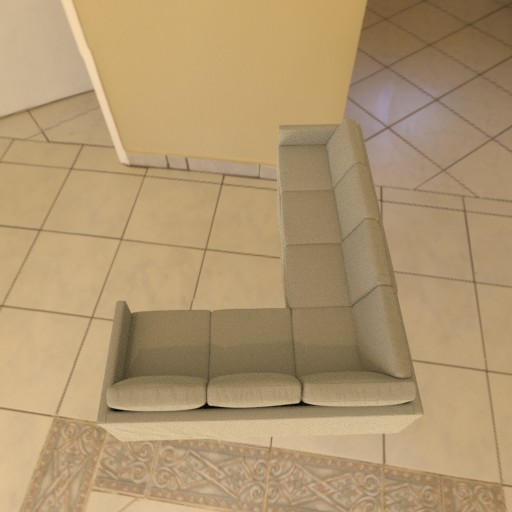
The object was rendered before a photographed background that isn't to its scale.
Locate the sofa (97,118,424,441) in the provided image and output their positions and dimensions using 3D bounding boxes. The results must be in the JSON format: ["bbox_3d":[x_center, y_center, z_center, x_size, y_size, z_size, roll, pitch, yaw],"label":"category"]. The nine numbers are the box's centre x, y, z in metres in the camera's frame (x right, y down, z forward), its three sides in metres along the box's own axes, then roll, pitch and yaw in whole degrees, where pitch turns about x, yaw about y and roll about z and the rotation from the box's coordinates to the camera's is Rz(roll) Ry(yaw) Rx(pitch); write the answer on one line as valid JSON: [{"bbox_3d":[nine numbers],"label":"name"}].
[{"bbox_3d":[0.000,0.000,4.310,2.432,0.871,3.182,-1,57,-1],"label":"sofa"}]
